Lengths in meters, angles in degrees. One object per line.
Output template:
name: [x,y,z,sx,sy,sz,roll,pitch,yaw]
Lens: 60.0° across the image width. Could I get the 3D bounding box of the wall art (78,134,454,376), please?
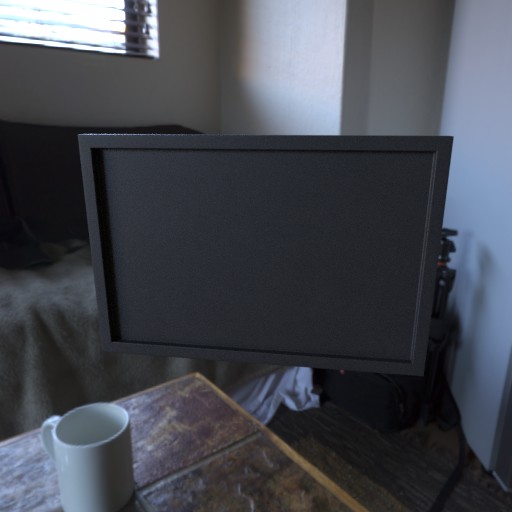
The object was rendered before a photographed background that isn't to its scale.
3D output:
wall art: [0.000,0.000,0.572,0.443,0.301,0.021,2,17,8]
